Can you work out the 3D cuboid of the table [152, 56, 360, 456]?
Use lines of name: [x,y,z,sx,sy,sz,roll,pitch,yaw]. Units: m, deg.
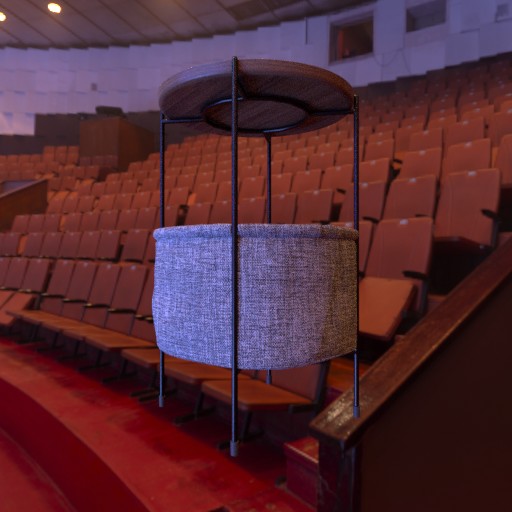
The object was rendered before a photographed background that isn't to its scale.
table: [0.000,0.000,0.890,0.400,0.623,0.400,0,0,-35]
